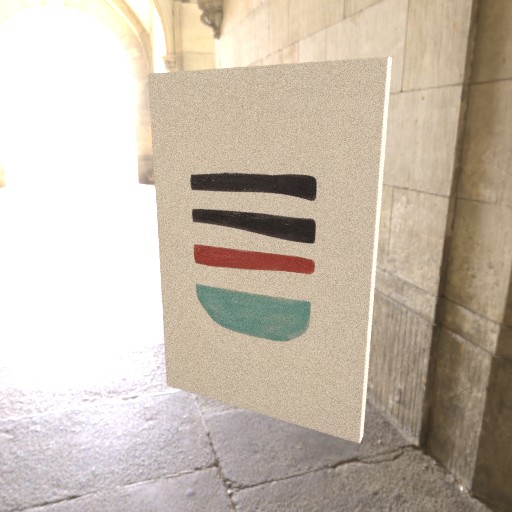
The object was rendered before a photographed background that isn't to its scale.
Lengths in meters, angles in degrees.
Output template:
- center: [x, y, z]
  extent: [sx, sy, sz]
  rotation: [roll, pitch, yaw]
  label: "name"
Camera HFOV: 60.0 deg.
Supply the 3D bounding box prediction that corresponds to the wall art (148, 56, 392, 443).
- center: [0.000, 0.000, 1.151]
  extent: [0.607, 0.912, 0.038]
  rotation: [8, 17, 25]
  label: "wall art"
